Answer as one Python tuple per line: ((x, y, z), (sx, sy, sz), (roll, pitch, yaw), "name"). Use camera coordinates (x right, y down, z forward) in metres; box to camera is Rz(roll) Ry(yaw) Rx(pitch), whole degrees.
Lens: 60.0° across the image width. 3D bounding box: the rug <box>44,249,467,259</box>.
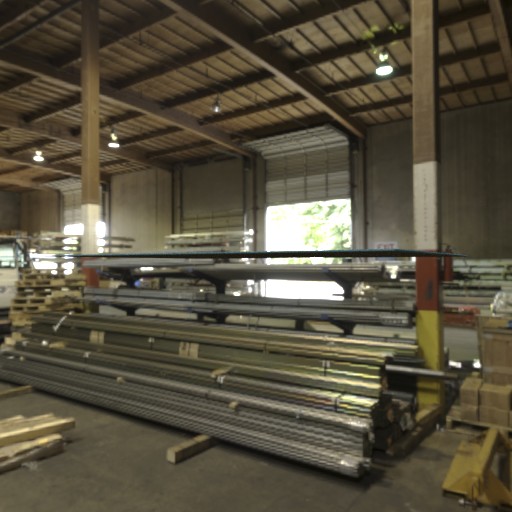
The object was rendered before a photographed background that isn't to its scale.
((0.000, 0.000, 2.970), (2.373, 0.009, 1.622), (-1, -1, 34), "rug")
